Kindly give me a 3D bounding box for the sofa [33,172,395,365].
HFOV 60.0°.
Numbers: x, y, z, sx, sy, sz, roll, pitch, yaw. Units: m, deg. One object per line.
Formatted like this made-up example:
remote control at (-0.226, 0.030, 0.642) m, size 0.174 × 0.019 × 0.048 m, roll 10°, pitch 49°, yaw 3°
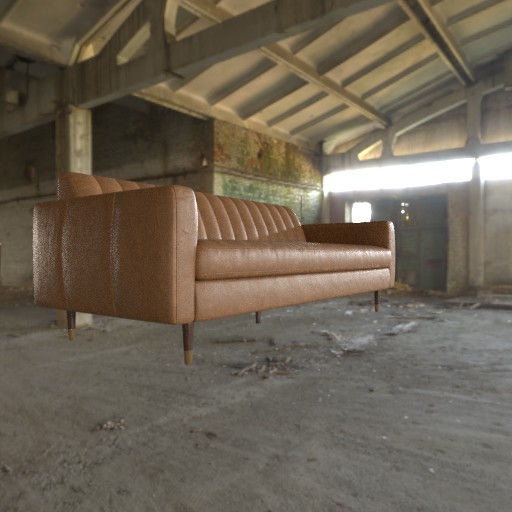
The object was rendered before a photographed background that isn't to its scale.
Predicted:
sofa at (0.000, 0.000, 2.692) m, size 0.990 × 0.821 × 2.291 m, roll 0°, pitch 0°, yaw 37°
